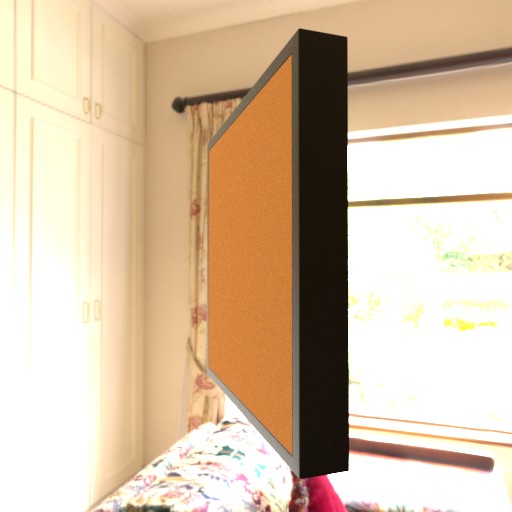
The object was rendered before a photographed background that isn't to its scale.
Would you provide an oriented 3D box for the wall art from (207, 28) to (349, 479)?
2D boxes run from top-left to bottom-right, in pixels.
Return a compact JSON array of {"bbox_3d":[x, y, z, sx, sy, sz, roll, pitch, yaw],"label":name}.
[{"bbox_3d":[0.000,0.000,0.441,0.037,0.299,0.299,0,-1,-18],"label":"wall art"}]
